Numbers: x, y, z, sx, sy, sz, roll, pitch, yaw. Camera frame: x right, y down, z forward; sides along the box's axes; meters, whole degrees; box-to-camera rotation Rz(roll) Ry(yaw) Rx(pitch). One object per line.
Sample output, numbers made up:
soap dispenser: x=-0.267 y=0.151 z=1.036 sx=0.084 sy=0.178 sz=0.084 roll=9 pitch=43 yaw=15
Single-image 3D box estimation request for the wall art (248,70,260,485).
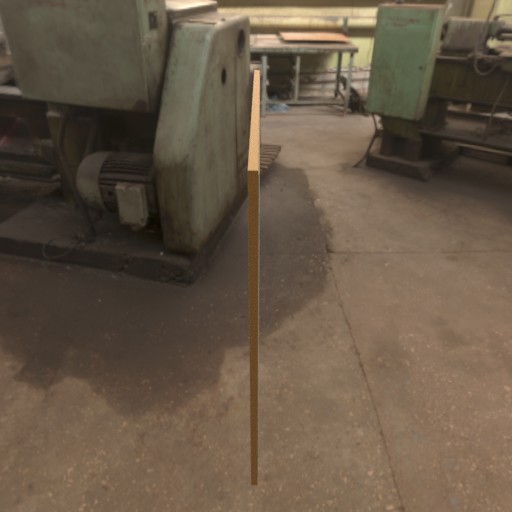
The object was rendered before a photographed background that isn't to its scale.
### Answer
wall art: x=0.000 y=0.000 z=0.977 sx=0.014 sy=0.655 sz=0.657 roll=0 pitch=32 yaw=0
